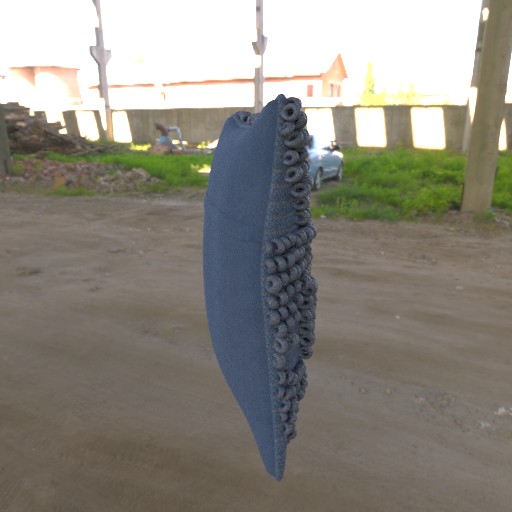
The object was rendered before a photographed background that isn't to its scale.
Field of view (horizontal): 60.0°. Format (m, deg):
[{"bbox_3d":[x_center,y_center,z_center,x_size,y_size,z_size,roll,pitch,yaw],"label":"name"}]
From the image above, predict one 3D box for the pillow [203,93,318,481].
[{"bbox_3d":[0.000,0.000,0.721,0.172,0.466,0.469,-3,16,-9],"label":"pillow"}]
